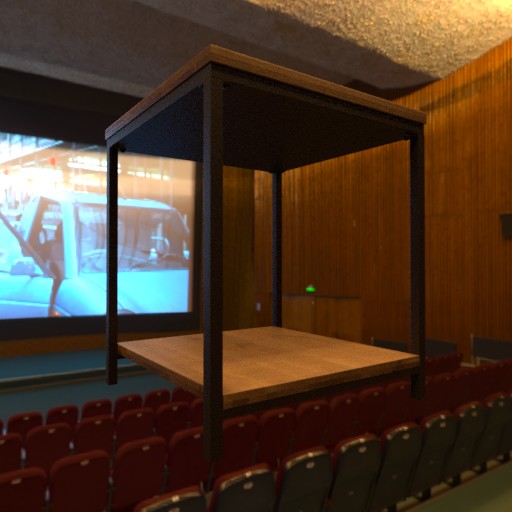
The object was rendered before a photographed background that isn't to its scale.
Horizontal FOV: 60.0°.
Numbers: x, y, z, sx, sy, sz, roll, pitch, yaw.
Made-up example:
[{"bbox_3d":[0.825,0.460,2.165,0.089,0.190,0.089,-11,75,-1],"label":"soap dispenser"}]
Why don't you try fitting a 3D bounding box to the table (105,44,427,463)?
[{"bbox_3d":[0.000,0.000,0.971,0.507,0.589,0.503,0,-1,-35],"label":"table"}]
